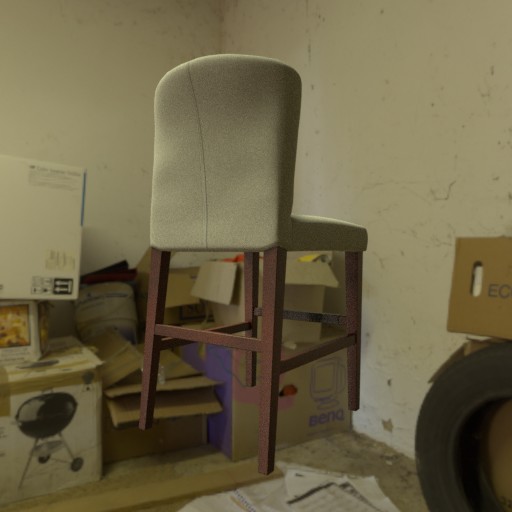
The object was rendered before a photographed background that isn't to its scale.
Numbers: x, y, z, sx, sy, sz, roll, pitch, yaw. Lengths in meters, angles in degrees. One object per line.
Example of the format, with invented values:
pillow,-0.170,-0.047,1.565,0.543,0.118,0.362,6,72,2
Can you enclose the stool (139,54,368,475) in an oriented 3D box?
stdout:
stool,0.000,0.000,1.313,0.479,0.968,0.568,1,1,36
